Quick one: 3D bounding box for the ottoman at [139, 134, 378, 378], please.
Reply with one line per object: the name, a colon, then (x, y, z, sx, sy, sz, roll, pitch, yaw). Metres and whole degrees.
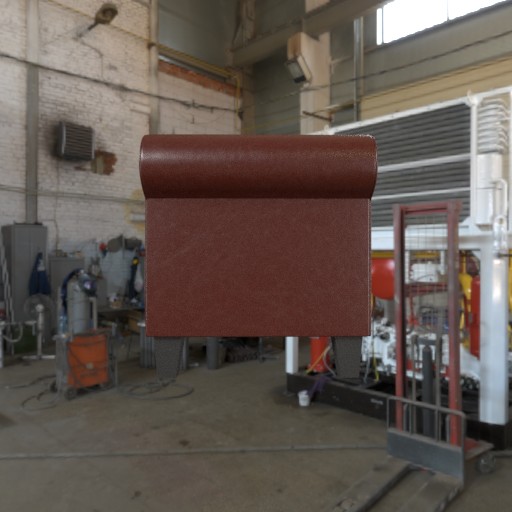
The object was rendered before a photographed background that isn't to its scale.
ottoman: (0.000, 0.000, 1.555, 0.521, 0.547, 1.256, 0, 0, -1)
